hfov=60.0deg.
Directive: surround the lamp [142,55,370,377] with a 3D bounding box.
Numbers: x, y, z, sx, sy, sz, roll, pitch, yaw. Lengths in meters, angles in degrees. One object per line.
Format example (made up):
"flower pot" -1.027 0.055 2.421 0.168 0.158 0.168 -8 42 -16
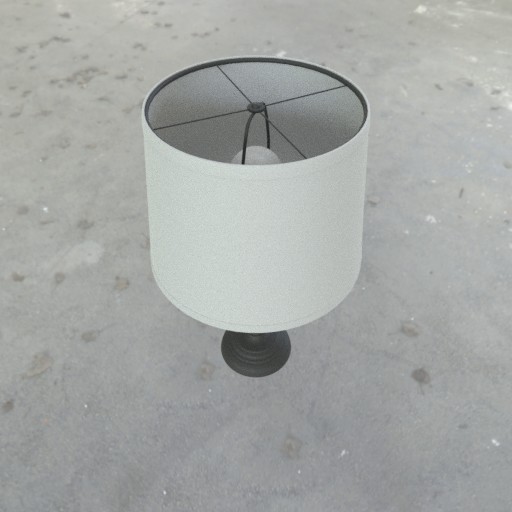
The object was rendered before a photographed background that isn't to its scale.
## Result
"lamp" 0.000 0.000 0.677 0.310 0.501 0.310 0 46 0
